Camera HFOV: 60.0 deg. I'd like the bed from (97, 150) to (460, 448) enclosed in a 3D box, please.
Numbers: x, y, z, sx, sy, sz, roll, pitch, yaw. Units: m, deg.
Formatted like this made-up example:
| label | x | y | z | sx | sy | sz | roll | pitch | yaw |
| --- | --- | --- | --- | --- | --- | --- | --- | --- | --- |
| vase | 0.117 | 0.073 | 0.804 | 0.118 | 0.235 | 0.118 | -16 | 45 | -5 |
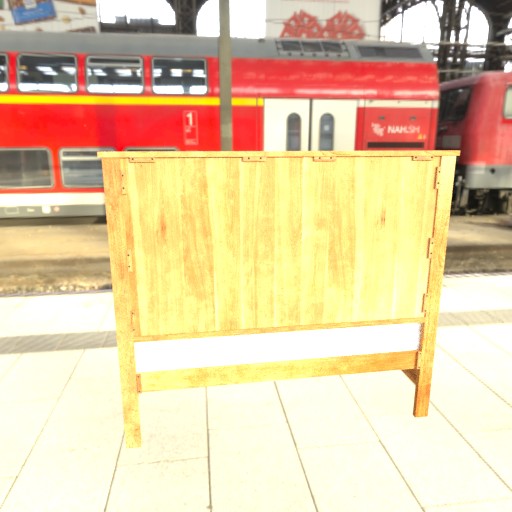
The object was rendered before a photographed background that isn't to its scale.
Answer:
| label | x | y | z | sx | sy | sz | roll | pitch | yaw |
| --- | --- | --- | --- | --- | --- | --- | --- | --- | --- |
| bed | 0.000 | 0.000 | 3.572 | 1.936 | 1.686 | 2.201 | -2 | 15 | -9 |
